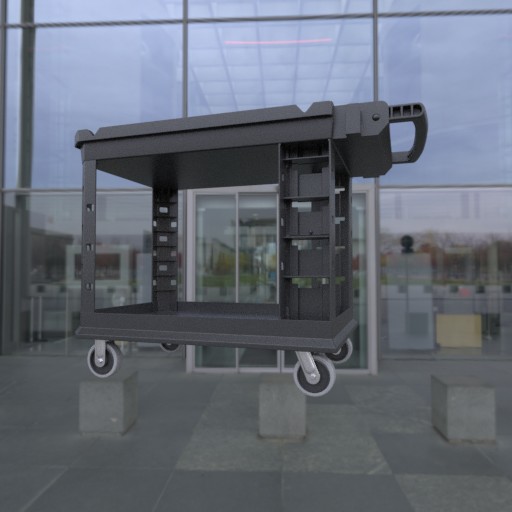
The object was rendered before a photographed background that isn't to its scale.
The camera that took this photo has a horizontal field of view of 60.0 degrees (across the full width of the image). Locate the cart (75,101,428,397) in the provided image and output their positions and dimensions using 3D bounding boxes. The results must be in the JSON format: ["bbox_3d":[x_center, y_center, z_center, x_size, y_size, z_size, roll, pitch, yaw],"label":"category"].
[{"bbox_3d":[0.000,0.000,1.706,1.239,0.884,0.674,-1,-2,18],"label":"cart"}]
